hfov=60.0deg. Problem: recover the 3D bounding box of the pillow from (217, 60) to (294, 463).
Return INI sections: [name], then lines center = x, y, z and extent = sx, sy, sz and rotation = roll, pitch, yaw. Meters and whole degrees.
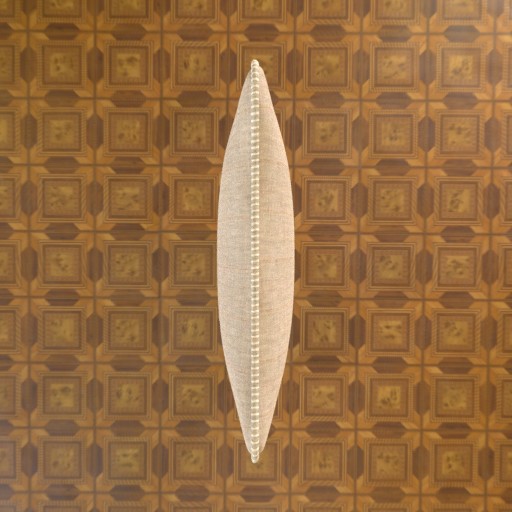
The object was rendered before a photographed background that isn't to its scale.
[pillow]
center = 0.000, 0.000, 0.752
extent = 0.124, 0.494, 0.485
rotation = 0, 92, 0
